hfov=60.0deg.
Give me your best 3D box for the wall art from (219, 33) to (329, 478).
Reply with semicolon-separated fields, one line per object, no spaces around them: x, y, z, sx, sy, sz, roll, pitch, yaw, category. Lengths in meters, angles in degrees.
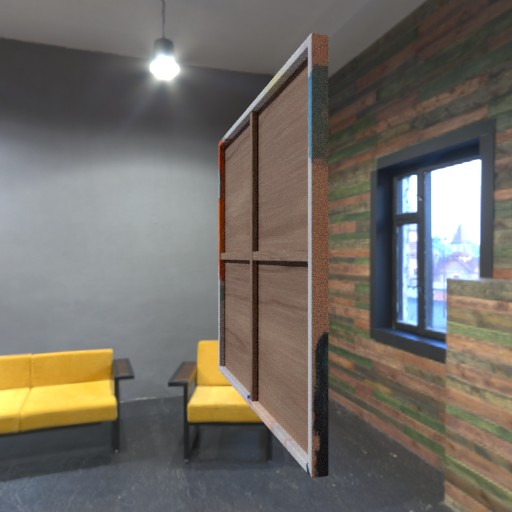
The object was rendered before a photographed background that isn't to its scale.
0.000;0.000;1.502;0.044;1.017;1.017;0;0;-17;wall art
